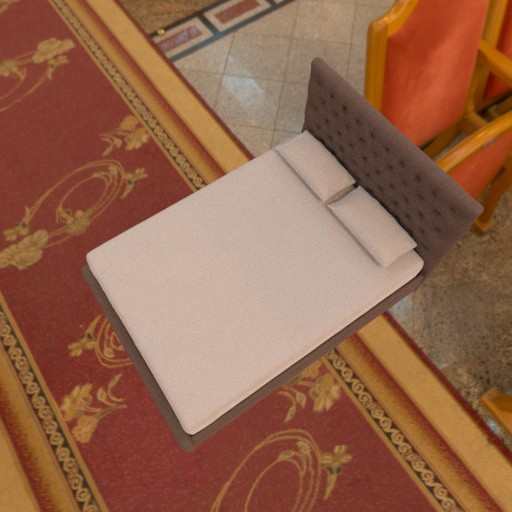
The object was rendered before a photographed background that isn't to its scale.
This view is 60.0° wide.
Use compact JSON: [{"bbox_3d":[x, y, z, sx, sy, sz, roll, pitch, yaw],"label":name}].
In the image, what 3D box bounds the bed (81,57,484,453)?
[{"bbox_3d":[0.000,0.000,3.402,2.387,1.427,1.698,-32,68,-15],"label":"bed"}]
